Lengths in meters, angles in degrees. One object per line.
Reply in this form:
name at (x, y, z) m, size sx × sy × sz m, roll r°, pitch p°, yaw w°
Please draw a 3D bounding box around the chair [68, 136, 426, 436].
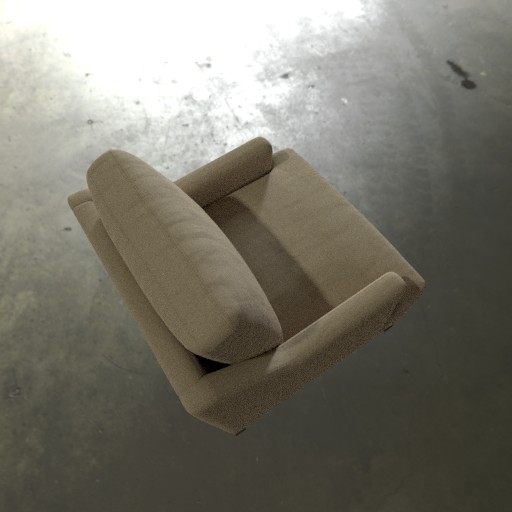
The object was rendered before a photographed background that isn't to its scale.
chair at (0.000, 0.000, 1.690) m, size 1.001 × 0.916 × 0.912 m, roll -30°, pitch 62°, yaw -17°
